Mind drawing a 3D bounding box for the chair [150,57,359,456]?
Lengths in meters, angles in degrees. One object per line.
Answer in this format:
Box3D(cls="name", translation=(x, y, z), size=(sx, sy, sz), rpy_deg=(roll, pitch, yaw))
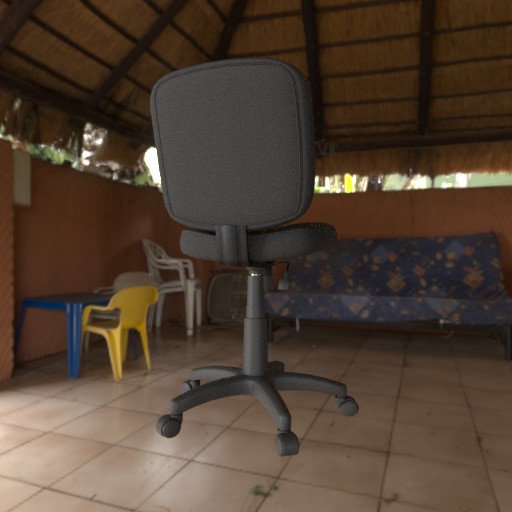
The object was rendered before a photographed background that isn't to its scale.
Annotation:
Box3D(cls="chair", translation=(0.000, 0.000, 1.367), size=(0.610, 0.972, 0.610), rpy_deg=(0, 1, 20))
